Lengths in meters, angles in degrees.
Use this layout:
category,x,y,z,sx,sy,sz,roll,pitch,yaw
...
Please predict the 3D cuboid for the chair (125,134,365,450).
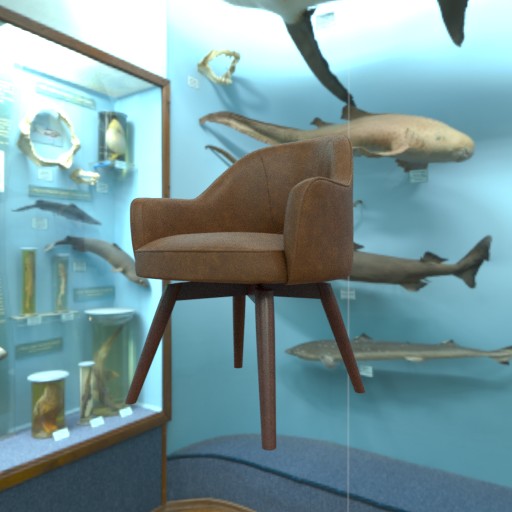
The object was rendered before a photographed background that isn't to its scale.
category,x,y,z,sx,sy,sz,roll,pitch,yaw
chair,0.000,0.000,1.236,0.591,0.777,0.640,0,1,37
